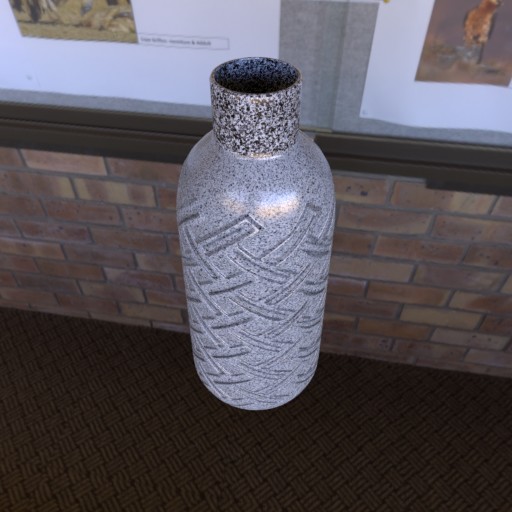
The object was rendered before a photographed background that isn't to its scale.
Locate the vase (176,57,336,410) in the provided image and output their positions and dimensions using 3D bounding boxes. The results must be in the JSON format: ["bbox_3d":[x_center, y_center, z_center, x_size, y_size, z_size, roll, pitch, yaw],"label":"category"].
[{"bbox_3d":[0.000,0.000,0.343,0.122,0.282,0.122,0,45,0],"label":"vase"}]
